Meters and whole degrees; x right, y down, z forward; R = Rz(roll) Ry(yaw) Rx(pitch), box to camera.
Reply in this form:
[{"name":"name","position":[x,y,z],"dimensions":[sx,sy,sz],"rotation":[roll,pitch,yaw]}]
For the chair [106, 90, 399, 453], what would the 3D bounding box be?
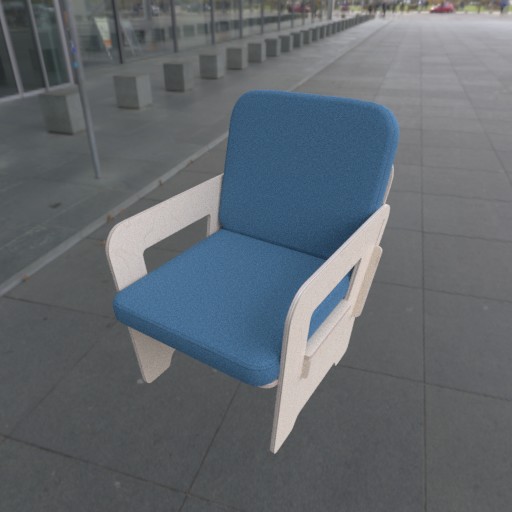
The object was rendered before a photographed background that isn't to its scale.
[{"name":"chair","position":[0.000,0.000,1.191],"dimensions":[0.547,0.747,0.657],"rotation":[18,34,28]}]
